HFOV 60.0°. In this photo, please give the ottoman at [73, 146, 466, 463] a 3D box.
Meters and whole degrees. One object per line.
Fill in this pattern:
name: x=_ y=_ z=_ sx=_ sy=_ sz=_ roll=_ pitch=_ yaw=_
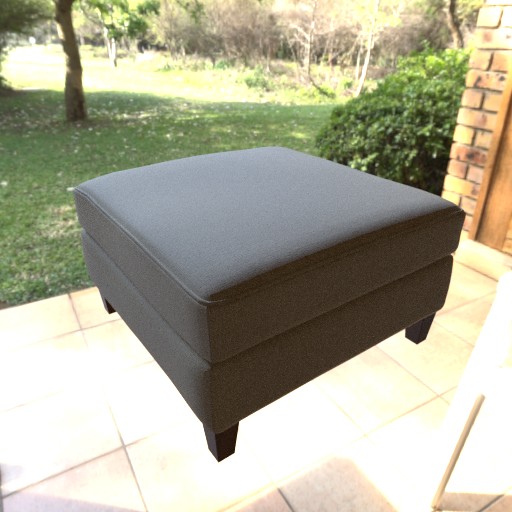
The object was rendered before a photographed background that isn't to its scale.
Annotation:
ottoman: x=0.000 y=0.000 z=1.359 sx=0.838 sy=0.503 sz=0.838 roll=-18 pitch=33 yaw=-31
